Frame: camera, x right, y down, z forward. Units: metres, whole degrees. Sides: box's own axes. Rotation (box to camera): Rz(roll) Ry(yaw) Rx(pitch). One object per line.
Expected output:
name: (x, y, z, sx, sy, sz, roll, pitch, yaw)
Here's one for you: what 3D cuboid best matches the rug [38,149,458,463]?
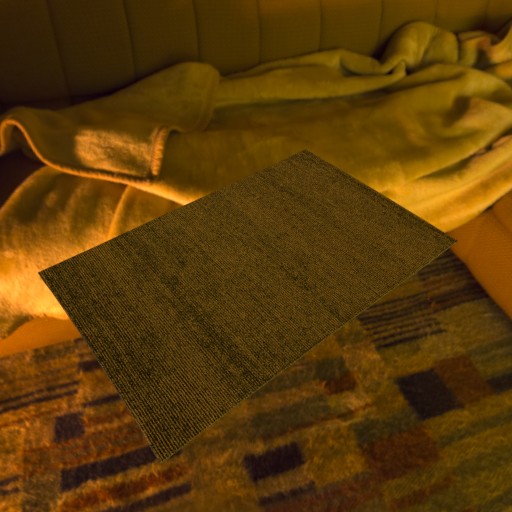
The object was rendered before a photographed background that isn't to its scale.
rug: (0.000, 0.000, 2.210, 1.777, 0.021, 1.145, -30, 52, -26)
